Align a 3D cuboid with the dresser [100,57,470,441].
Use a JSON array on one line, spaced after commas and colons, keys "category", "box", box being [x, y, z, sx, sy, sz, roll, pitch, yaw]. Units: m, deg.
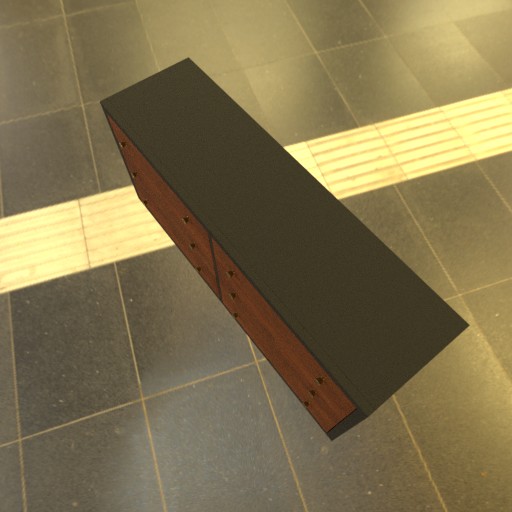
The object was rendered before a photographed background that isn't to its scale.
[{"category": "dresser", "box": [0.000, 0.000, 1.975, 0.463, 0.872, 1.558, -34, 67, -17]}]
